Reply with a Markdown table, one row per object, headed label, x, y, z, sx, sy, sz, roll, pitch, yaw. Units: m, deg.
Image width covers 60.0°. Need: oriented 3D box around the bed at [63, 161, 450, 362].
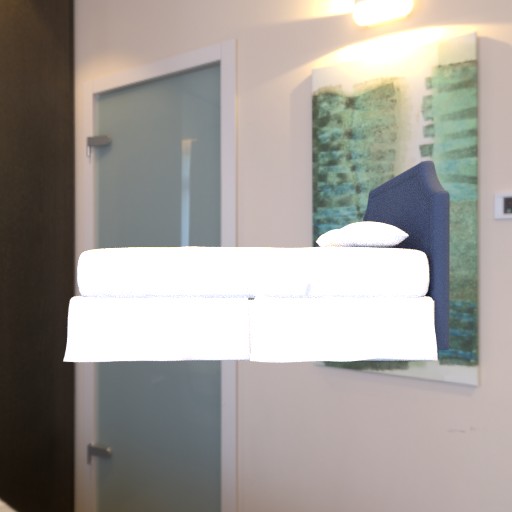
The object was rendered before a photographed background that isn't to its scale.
| label | x | y | z | sx | sy | sz | roll | pitch | yaw |
| --- | --- | --- | --- | --- | --- | --- | --- | --- | --- |
| bed | 0.000 | 0.000 | 4.243 | 2.773 | 1.488 | 2.350 | 0 | 0 | 0 |
